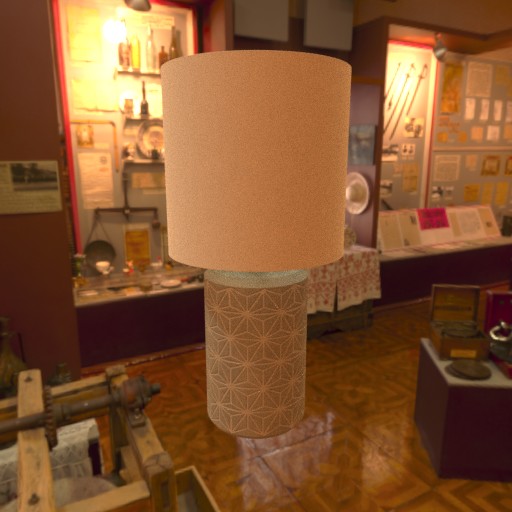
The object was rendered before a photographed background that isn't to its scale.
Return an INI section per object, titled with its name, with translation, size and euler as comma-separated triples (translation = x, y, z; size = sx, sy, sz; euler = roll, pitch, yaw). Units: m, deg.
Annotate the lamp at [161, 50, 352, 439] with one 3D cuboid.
[lamp]
translation = 0.000, 0.000, 0.534
size = 0.206, 0.416, 0.206
euler = -6, 14, -26
